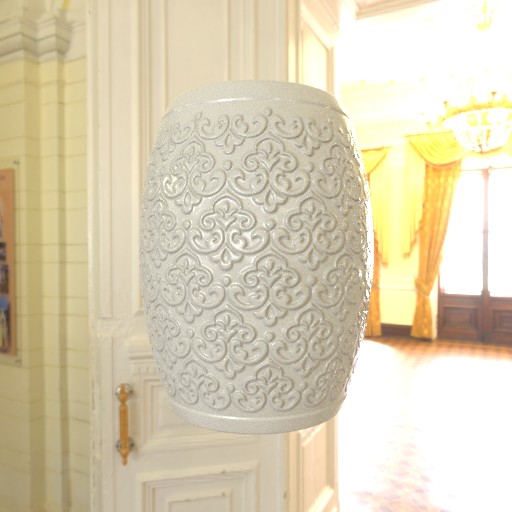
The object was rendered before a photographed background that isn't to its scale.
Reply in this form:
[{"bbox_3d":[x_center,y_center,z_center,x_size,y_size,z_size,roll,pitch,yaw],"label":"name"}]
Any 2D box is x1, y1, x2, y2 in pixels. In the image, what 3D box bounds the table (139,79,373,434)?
[{"bbox_3d":[0.000,0.000,0.605,0.309,0.397,0.309,0,1,0],"label":"table"}]
